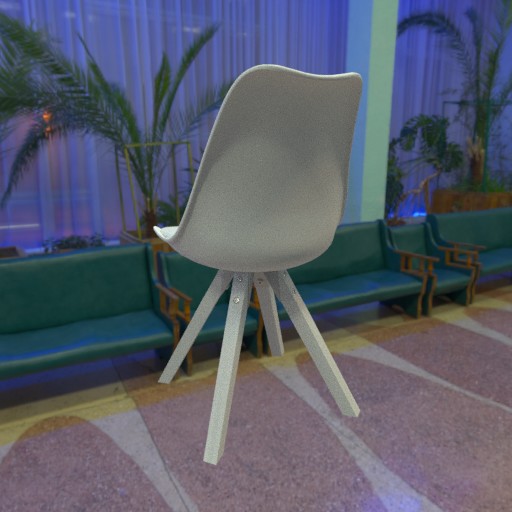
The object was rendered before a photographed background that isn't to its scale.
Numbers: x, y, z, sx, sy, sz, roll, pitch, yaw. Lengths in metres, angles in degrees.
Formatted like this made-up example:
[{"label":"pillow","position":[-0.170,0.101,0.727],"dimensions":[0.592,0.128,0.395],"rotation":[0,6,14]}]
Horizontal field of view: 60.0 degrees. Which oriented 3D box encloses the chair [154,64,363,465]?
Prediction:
[{"label":"chair","position":[0.000,0.000,1.174],"dimensions":[0.485,0.850,0.550],"rotation":[-7,15,-26]}]
